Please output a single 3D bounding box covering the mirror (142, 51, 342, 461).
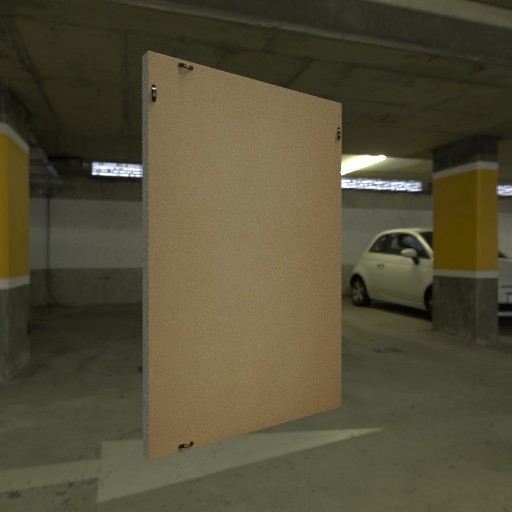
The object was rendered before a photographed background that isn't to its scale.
[{"bbox_3d":[0.000,0.000,1.176,0.609,0.914,0.041,0,0,-35],"label":"mirror"}]
